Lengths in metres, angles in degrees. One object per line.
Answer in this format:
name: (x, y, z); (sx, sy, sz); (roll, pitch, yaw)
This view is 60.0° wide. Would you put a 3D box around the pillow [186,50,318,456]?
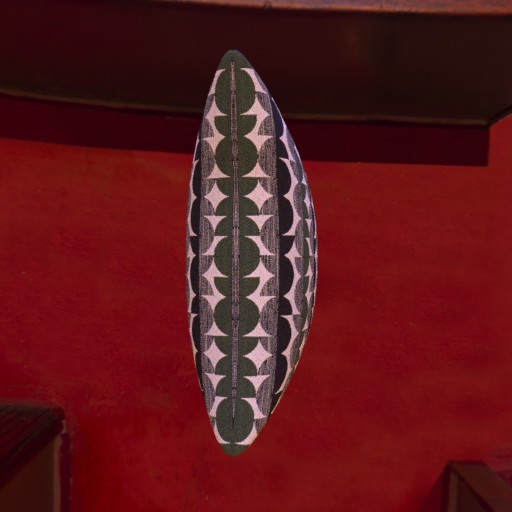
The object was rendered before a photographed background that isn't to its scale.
pillow: (0.000, 0.000, 0.643); (0.180, 0.404, 0.419); (0, 90, -1)
